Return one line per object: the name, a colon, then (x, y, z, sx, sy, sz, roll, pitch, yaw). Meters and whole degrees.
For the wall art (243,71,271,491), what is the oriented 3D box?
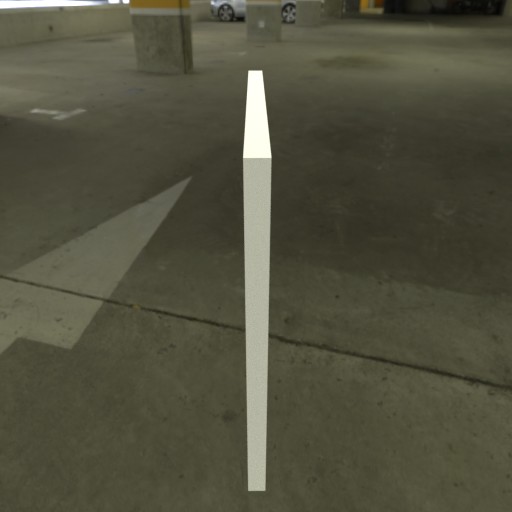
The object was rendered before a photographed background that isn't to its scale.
wall art: (0.000, 0.000, 1.118, 0.038, 0.762, 0.762, 0, 31, 0)
